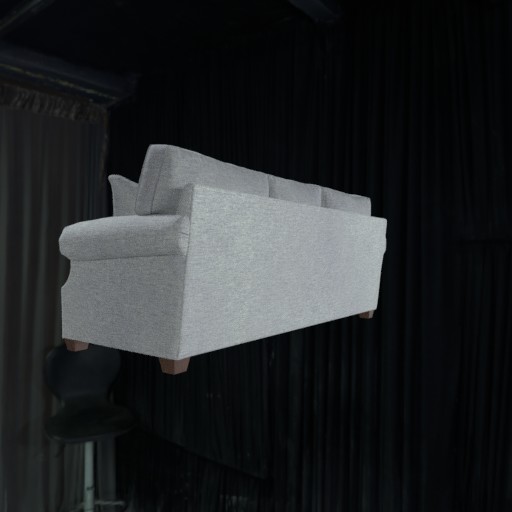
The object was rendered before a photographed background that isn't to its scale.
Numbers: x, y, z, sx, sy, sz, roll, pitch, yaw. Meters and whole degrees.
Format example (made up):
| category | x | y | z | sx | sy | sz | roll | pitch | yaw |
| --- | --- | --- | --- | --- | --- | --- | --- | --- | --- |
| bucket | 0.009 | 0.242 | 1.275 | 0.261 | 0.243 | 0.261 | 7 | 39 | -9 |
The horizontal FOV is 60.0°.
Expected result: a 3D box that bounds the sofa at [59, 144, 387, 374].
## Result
| category | x | y | z | sx | sy | sz | roll | pitch | yaw |
| --- | --- | --- | --- | --- | --- | --- | --- | --- | --- |
| sofa | 0.000 | 0.000 | 2.882 | 0.965 | 0.975 | 2.312 | 0 | 0 | 37 |
